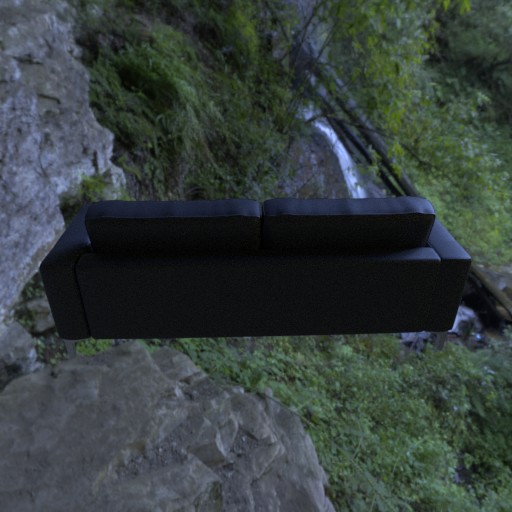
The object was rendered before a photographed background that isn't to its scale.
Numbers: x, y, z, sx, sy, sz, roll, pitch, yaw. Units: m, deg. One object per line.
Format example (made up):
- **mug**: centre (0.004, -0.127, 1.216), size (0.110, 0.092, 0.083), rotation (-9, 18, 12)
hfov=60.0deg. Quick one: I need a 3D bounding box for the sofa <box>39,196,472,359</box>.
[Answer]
- **sofa**: centre (0.000, 0.000, 2.714), size (2.275, 0.893, 0.833), rotation (-1, 30, -2)
